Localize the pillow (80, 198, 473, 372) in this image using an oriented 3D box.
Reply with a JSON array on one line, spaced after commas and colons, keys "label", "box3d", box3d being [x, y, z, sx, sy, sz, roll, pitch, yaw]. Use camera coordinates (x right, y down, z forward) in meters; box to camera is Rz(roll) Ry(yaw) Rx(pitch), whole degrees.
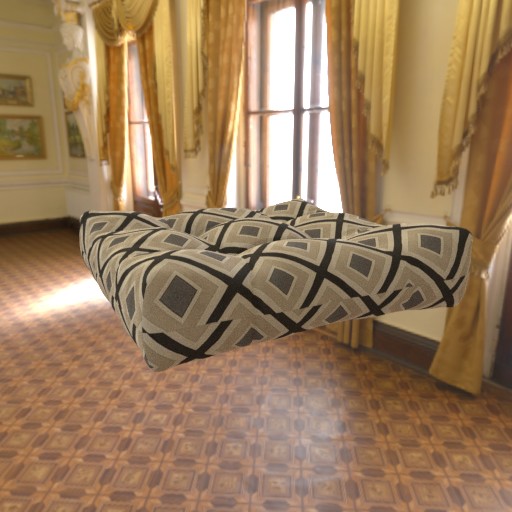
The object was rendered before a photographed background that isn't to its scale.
[{"label": "pillow", "box3d": [0.000, 0.000, 0.722, 0.490, 0.128, 0.468, -7, 16, -27]}]
